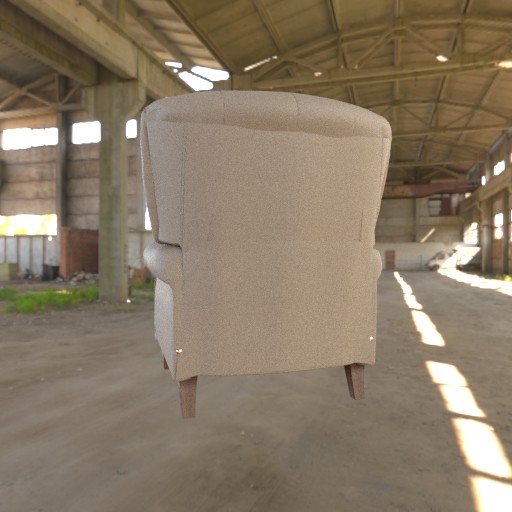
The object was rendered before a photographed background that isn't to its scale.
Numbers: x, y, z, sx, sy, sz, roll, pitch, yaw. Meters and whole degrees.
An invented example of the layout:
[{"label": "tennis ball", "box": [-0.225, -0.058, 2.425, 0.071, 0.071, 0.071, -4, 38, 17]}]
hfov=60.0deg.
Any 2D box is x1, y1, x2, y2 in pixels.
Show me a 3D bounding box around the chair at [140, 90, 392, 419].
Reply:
[{"label": "chair", "box": [0.000, 0.000, 1.942, 0.999, 1.138, 1.041, 0, 0, -17]}]
